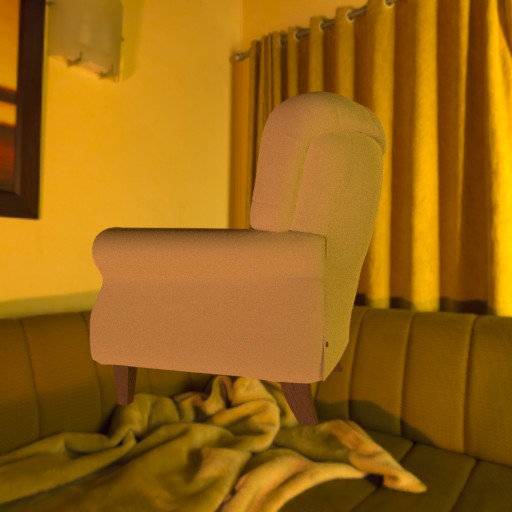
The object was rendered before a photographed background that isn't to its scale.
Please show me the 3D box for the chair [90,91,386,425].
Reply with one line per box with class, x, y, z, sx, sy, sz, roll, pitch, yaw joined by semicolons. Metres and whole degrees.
chair;0.000;0.000;2.003;1.132;1.169;1.035;0;-1;17
